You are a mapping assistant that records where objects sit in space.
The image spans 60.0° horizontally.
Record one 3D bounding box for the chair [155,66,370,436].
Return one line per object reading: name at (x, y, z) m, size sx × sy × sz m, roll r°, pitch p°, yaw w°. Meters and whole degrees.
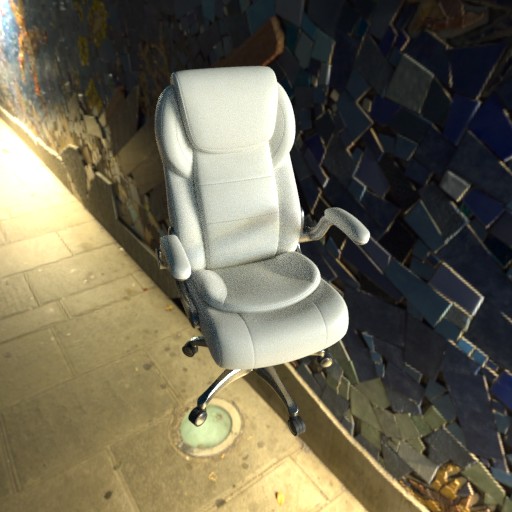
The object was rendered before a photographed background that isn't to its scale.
chair at (0.000, 0.000, 1.799) m, size 0.755 × 1.330 × 0.806 m, roll -11°, pitch 33°, yaw -17°
